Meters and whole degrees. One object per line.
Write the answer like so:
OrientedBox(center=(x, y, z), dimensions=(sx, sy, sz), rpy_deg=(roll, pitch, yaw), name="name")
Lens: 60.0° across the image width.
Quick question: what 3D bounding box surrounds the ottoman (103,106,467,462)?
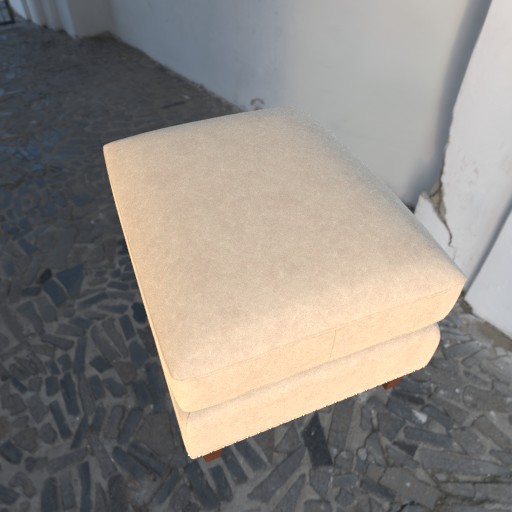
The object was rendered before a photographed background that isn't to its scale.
OrientedBox(center=(0.000, 0.000, 1.109), dimensions=(0.584, 0.513, 0.741), rpy_deg=(-16, 48, -15), name="ottoman")
